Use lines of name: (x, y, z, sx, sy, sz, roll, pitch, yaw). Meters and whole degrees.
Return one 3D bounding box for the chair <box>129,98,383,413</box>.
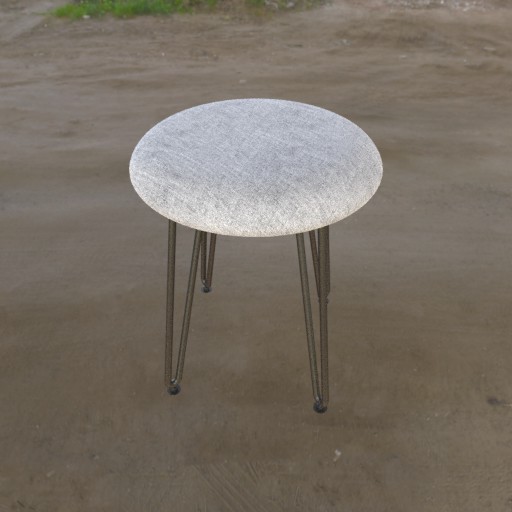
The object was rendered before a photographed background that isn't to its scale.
chair: (0.000, 0.000, 0.655, 0.350, 0.386, 0.350, -26, 46, -28)
